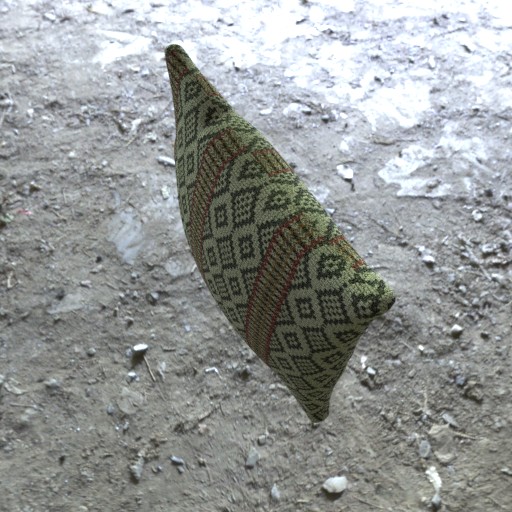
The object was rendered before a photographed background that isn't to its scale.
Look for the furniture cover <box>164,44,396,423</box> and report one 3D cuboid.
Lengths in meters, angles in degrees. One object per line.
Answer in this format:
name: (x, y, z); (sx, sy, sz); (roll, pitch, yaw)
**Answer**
furniture cover: (0.000, 0.000, 0.753); (0.182, 0.506, 0.503); (-26, 61, -16)
